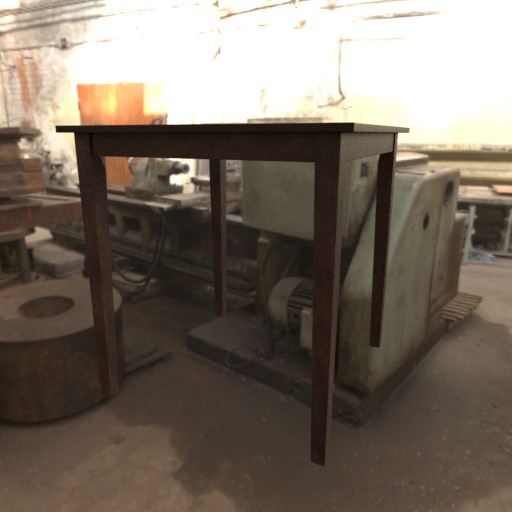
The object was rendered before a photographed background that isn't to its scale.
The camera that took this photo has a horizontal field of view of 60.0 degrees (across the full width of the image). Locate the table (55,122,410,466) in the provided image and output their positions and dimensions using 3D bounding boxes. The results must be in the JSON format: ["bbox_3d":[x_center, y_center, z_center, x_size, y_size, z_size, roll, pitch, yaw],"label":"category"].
[{"bbox_3d":[0.000,0.000,1.373,0.749,0.770,0.749,7,17,25],"label":"table"}]
